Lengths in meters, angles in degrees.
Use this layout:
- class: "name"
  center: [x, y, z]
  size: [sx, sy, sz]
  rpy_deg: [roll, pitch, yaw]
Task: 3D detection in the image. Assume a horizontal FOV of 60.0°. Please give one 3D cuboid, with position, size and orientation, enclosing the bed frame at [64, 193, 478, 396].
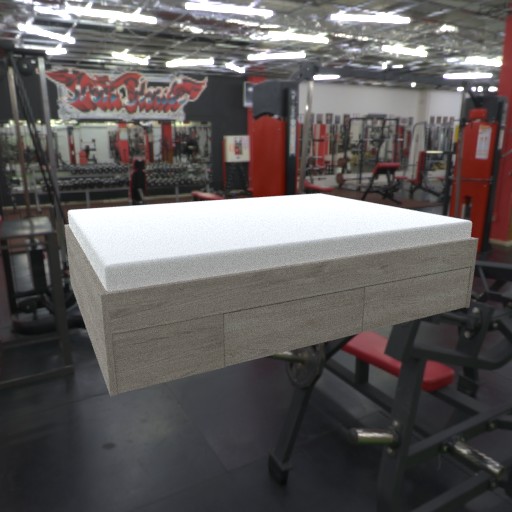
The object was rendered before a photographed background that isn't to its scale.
- class: "bed frame"
  center: [0.000, 0.000, 2.613]
  size: [1.944, 0.490, 1.448]
  rpy_deg: [-7, 17, -26]
